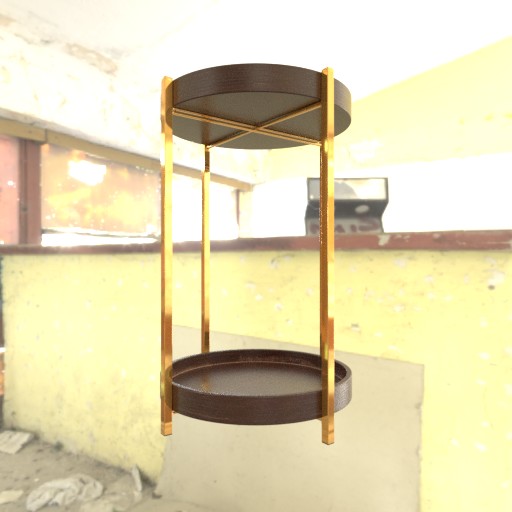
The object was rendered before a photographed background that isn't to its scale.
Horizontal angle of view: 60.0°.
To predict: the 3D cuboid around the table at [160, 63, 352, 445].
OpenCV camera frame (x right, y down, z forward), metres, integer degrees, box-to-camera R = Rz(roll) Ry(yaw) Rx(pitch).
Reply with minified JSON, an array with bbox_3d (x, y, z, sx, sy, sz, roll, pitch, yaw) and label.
[{"bbox_3d":[0.000,0.000,0.876,0.400,0.610,0.400,0,0,-37],"label":"table"}]
